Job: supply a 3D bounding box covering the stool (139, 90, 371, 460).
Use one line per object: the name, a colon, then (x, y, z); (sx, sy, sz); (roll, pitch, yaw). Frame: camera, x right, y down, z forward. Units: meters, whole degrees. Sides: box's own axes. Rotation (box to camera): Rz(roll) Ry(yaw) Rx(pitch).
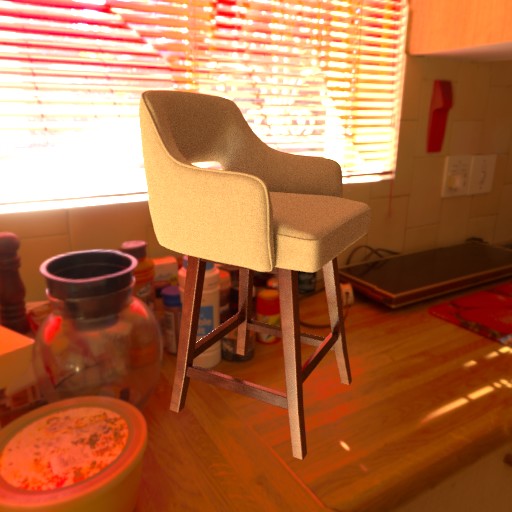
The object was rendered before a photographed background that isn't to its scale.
stool: (0.000, 0.000, 1.316); (0.560, 0.936, 0.550); (9, 19, 28)
